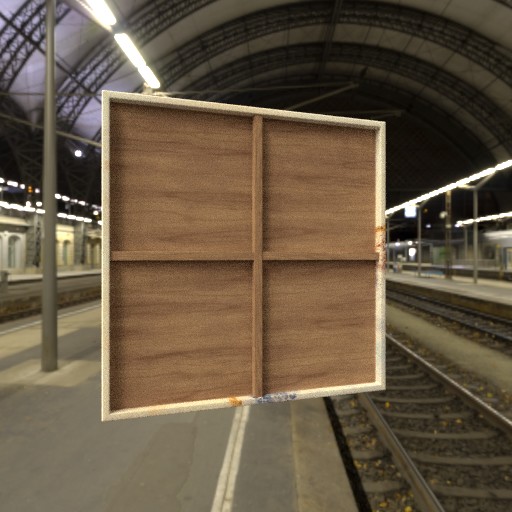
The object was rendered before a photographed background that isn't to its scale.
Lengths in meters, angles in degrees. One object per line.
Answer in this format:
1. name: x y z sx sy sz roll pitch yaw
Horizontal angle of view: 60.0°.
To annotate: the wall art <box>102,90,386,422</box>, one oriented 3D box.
1. wall art: 0.000 0.000 1.617 1.061 1.061 0.071 0 0 -19
